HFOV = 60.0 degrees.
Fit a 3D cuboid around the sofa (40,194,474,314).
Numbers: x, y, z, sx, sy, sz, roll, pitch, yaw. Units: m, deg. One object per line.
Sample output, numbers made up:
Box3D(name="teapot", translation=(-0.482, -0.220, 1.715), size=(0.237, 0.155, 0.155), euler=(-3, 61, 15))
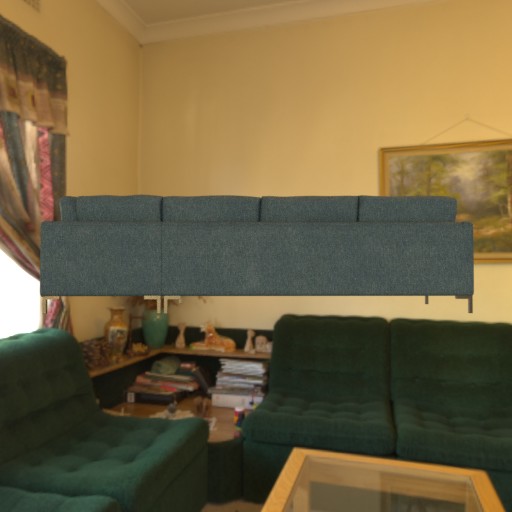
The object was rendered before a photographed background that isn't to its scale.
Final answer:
Box3D(name="sofa", translation=(0.000, 0.000, 3.939), size=(2.949, 0.815, 2.007), euler=(0, -1, -1))
